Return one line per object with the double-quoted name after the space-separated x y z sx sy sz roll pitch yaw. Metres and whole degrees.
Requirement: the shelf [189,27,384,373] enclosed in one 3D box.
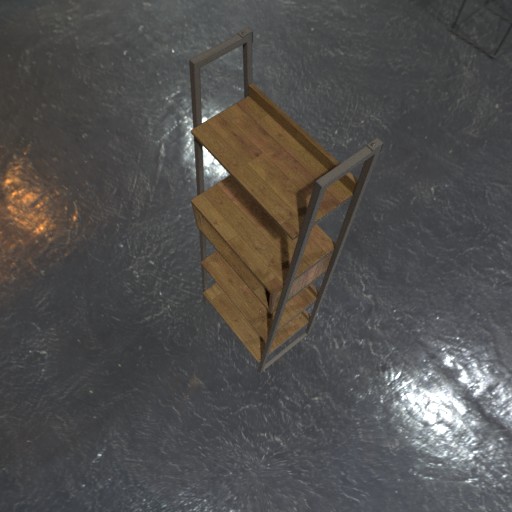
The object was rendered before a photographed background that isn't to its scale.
0.000 0.000 2.260 0.454 2.005 0.652 -36 69 -16 "shelf"
